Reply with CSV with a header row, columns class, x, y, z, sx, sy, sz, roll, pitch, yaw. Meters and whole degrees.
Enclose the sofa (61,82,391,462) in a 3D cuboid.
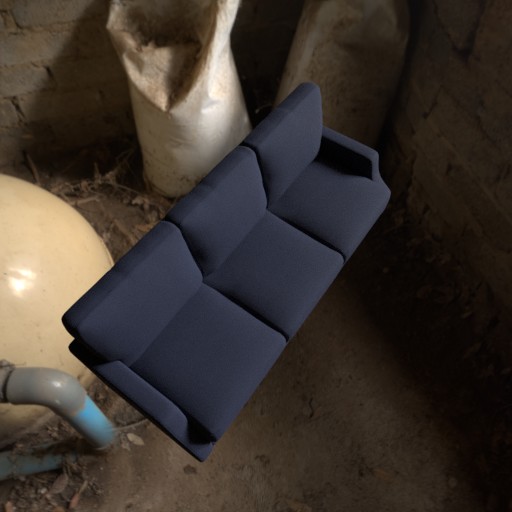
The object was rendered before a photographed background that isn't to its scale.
class,x,y,z,sx,sy,sz,roll,pitch,yaw
sofa,0.000,0.000,2.644,0.888,0.984,2.115,32,64,18
